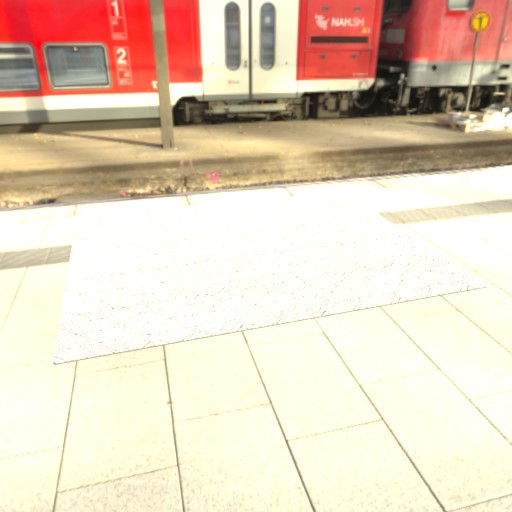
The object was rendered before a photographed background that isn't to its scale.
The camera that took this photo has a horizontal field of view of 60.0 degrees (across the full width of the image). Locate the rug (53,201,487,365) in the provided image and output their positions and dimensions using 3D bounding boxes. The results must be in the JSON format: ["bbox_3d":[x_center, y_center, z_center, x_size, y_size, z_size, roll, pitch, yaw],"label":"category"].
[{"bbox_3d":[0.000,0.000,2.226,1.783,0.008,1.175,-8,27,-15],"label":"rug"}]
